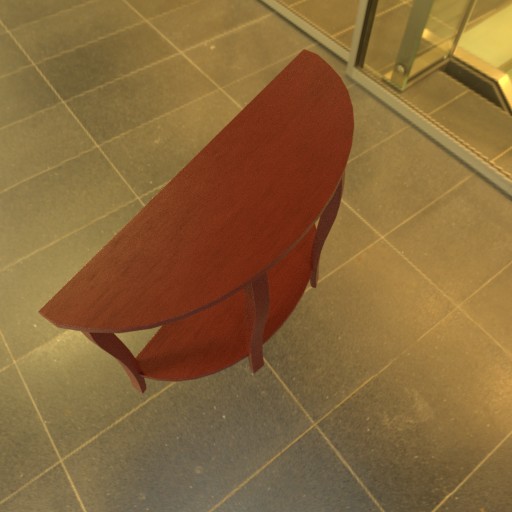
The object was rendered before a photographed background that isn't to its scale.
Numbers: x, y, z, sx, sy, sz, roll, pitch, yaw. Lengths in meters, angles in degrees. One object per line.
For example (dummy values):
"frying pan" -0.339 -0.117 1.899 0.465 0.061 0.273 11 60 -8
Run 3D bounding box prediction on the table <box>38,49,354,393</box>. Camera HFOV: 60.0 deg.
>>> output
"table" 0.000 0.000 1.566 0.405 0.779 1.219 29 62 17
